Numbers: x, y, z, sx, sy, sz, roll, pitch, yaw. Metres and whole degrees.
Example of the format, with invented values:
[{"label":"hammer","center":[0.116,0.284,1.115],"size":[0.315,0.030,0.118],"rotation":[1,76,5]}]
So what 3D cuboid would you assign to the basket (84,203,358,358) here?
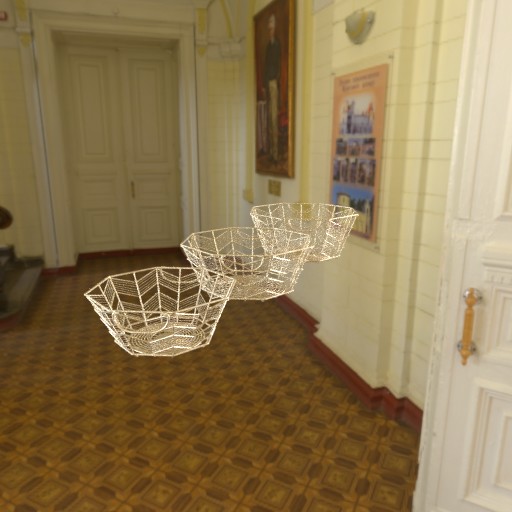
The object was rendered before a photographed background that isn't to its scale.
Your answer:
[{"label":"basket","center":[0.000,0.000,1.383],"size":[0.432,0.178,1.246],"rotation":[7,16,26]}]
